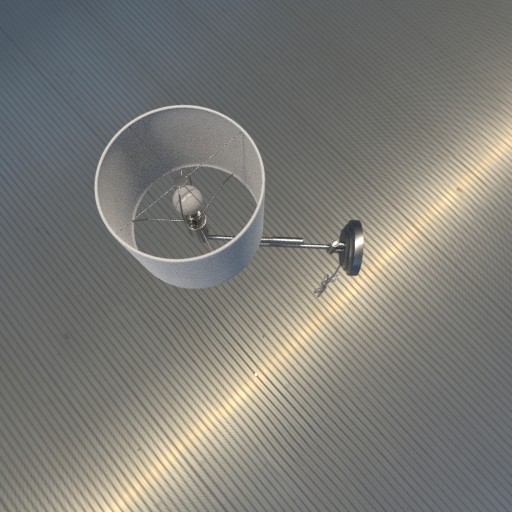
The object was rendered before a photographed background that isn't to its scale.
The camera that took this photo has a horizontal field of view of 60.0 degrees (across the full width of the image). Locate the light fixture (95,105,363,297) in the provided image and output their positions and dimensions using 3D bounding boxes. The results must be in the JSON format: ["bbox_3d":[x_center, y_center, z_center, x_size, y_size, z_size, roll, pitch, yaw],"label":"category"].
[{"bbox_3d":[0.000,0.000,1.060,0.479,0.842,0.253,2,75,1],"label":"light fixture"}]
